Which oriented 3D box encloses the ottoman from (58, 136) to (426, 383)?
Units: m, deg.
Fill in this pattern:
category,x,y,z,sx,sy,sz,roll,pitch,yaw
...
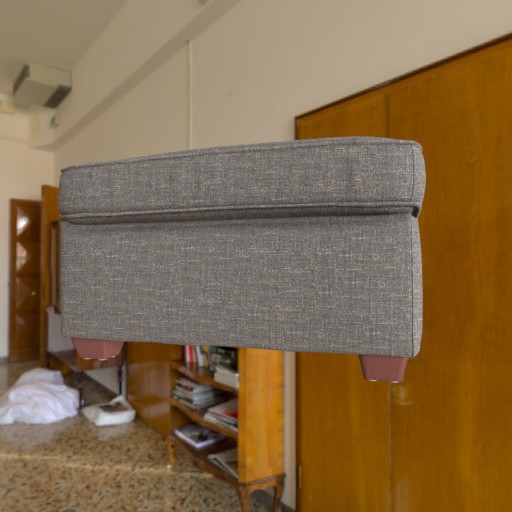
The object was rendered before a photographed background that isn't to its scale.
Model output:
category,x,y,z,sx,sy,sz,roll,pitch,yaw
ottoman,0.000,0.000,1.070,0.749,0.450,0.549,0,-1,17
